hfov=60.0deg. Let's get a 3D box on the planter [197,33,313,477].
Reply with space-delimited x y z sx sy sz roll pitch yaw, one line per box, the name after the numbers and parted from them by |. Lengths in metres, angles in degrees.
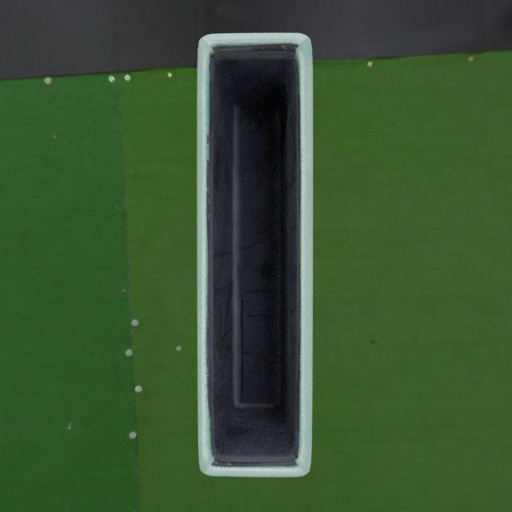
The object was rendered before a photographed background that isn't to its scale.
0.000 0.000 0.308 0.072 0.072 0.275 0 91 1 | planter
